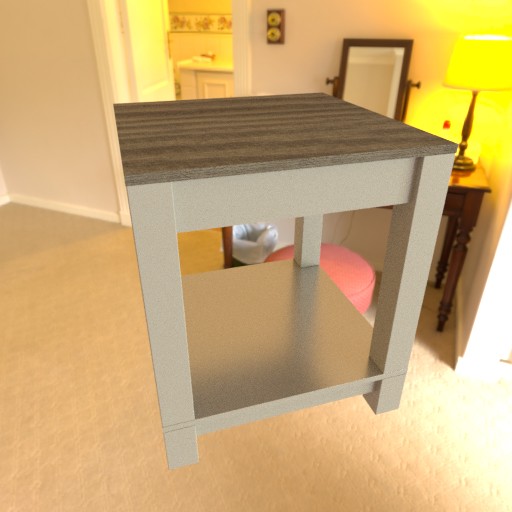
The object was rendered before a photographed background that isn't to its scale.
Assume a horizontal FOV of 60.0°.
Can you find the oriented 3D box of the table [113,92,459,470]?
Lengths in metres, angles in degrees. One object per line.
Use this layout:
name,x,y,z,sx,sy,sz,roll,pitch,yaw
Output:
table,0.000,0.000,0.979,0.506,0.587,0.504,-9,30,-15
